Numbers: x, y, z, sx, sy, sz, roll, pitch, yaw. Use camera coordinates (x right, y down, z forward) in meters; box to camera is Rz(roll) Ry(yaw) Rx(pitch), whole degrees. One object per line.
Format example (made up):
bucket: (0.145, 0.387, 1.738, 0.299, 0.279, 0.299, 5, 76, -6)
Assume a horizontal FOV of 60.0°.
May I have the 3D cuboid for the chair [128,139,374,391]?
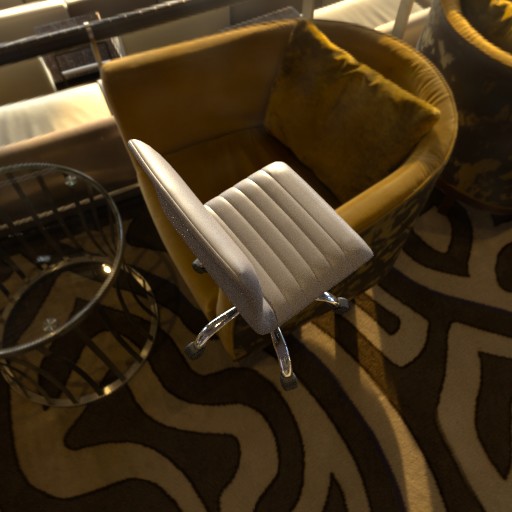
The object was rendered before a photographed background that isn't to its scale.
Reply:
chair: (0.000, 0.000, 1.187, 0.542, 0.750, 0.569, -32, 64, -17)
